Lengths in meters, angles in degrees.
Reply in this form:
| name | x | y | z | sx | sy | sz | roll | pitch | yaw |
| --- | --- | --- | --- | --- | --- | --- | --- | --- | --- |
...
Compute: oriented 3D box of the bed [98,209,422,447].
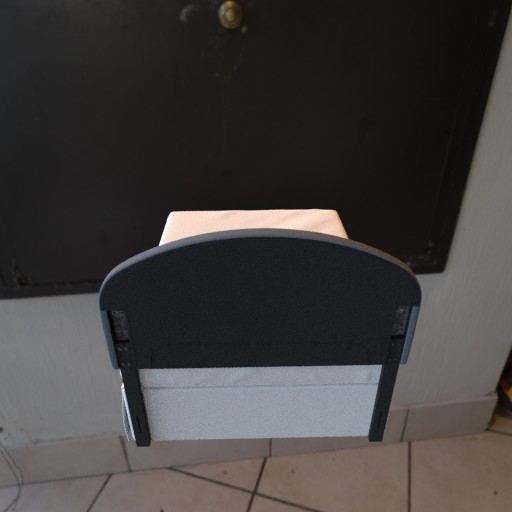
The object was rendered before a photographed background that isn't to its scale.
| name | x | y | z | sx | sy | sz | roll | pitch | yaw |
| --- | --- | --- | --- | --- | --- | --- | --- | --- | --- |
| bed | 0.000 | 0.000 | 3.106 | 1.607 | 1.410 | 2.005 | -1 | 31 | -1 |
